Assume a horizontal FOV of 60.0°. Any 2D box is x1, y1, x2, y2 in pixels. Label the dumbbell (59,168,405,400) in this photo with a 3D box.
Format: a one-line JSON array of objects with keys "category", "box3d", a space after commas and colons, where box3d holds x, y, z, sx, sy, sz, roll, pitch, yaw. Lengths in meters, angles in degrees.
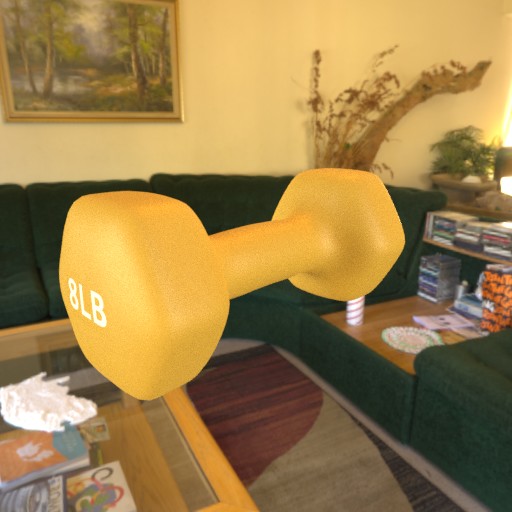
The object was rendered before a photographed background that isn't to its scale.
[{"category": "dumbbell", "box3d": [0.000, 0.000, 0.238, 0.090, 0.082, 0.190, 16, 23, 43]}]
